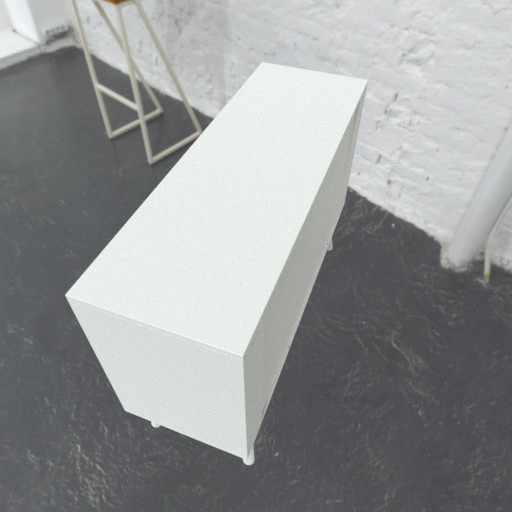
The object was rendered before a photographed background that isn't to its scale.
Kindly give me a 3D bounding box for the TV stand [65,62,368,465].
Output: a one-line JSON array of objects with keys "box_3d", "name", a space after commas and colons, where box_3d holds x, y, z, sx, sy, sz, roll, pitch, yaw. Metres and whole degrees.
[{"box_3d": [0.000, 0.000, 1.561, 0.406, 0.812, 1.193, 16, 49, 14], "name": "TV stand"}]
